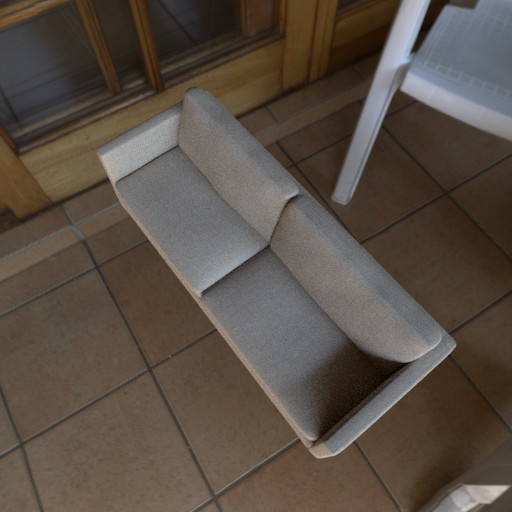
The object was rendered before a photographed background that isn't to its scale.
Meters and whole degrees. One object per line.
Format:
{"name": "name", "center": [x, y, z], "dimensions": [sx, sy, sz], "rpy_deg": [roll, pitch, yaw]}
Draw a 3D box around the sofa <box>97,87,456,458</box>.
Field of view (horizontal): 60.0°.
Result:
{"name": "sofa", "center": [0.000, 0.000, 2.954], "dimensions": [0.951, 0.965, 2.434], "rpy_deg": [-35, 69, -15]}
